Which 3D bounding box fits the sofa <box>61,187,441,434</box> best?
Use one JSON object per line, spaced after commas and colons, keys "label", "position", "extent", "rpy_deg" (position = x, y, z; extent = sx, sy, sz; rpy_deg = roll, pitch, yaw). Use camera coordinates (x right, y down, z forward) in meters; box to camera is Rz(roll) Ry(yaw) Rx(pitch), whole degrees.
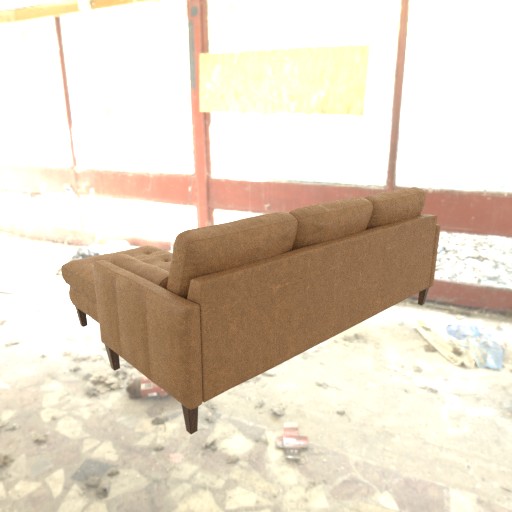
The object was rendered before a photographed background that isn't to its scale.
{"label": "sofa", "position": [0.000, 0.000, 2.962], "extent": [2.178, 0.876, 1.506], "rpy_deg": [-15, 22, -41]}
